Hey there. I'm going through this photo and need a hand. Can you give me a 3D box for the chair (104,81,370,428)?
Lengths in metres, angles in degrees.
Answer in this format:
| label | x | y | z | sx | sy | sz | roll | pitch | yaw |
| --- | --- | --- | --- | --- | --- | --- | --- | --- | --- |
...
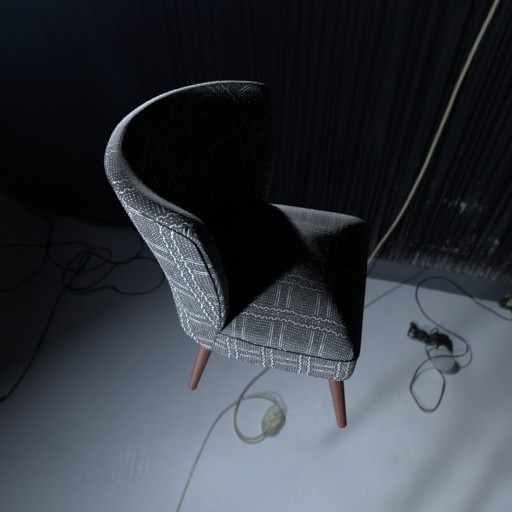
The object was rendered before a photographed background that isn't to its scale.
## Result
| label | x | y | z | sx | sy | sz | roll | pitch | yaw |
| --- | --- | --- | --- | --- | --- | --- | --- | --- | --- |
| chair | 0.000 | 0.000 | 1.424 | 0.758 | 0.866 | 0.710 | 9 | 48 | 9 |
